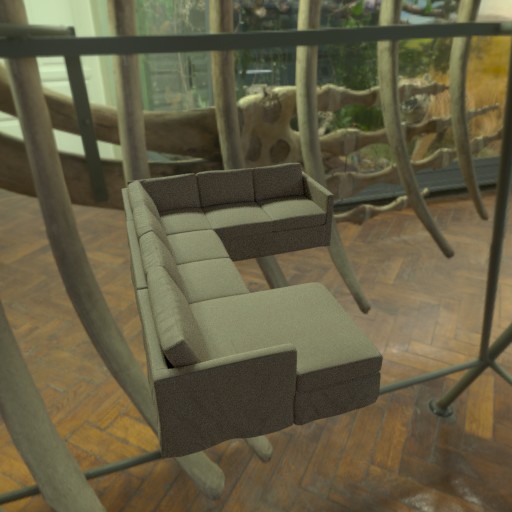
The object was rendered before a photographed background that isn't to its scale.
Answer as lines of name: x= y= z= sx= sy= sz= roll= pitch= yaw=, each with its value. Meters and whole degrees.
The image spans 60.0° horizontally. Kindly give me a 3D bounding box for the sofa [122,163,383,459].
sofa: x=0.000 y=0.000 z=4.503 sx=2.476 sy=0.878 sz=3.528 roll=-9 pitch=30 yaw=-16
